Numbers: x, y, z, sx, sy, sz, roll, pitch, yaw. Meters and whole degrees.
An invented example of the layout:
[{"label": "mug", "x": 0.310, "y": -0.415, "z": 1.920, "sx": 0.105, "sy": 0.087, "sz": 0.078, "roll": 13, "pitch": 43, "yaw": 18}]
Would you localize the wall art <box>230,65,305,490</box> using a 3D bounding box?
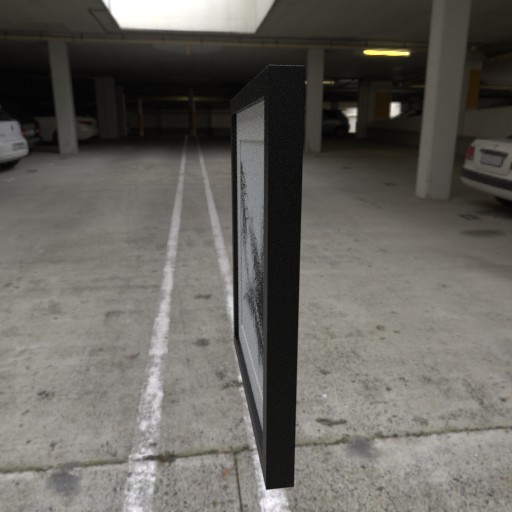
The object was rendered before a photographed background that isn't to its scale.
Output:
[{"label": "wall art", "x": 0.000, "y": 0.000, "z": 0.536, "sx": 0.028, "sy": 0.380, "sz": 0.325, "roll": -2, "pitch": 15, "yaw": -8}]
